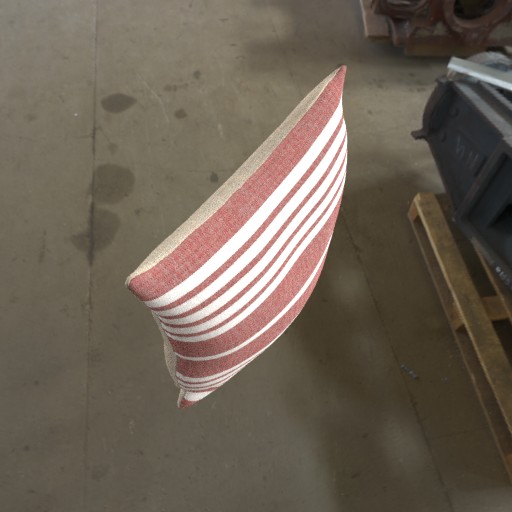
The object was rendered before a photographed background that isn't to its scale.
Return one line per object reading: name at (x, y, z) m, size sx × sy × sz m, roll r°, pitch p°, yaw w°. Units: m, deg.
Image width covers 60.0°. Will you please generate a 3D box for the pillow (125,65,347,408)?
pillow at (0.000, 0.000, 0.684) m, size 0.182 × 0.427 × 0.439 m, roll 30°, pitch 62°, yaw 18°
